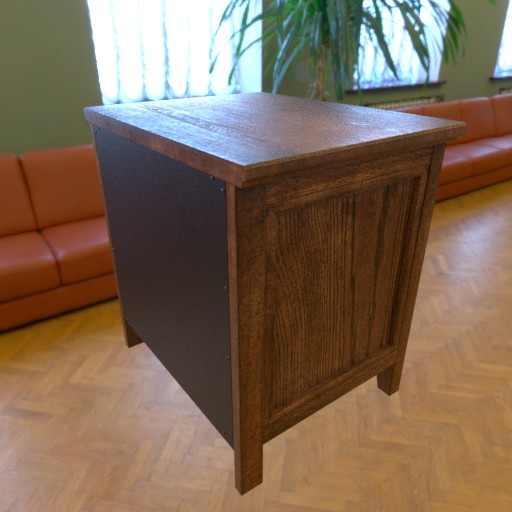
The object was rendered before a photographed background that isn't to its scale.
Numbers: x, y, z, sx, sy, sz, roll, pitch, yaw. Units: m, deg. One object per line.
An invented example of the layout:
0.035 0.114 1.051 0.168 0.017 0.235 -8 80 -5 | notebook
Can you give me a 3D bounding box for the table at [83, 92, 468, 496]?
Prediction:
0.000 0.000 0.964 0.461 0.597 0.586 -18 32 -32 | table
